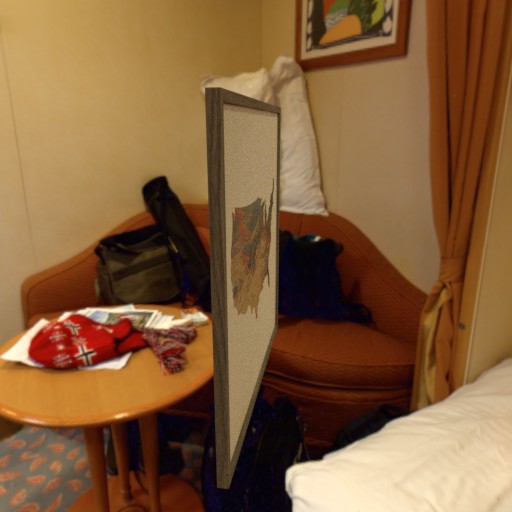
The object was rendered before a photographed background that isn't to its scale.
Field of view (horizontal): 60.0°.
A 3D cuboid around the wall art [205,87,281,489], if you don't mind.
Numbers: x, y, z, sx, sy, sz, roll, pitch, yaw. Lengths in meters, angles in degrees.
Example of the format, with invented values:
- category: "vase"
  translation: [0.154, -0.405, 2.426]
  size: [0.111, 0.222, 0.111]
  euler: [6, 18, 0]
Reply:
- category: "wall art"
  translation: [0.000, 0.000, 0.766]
  size: [0.016, 0.507, 0.508]
  euler: [3, 17, 10]
